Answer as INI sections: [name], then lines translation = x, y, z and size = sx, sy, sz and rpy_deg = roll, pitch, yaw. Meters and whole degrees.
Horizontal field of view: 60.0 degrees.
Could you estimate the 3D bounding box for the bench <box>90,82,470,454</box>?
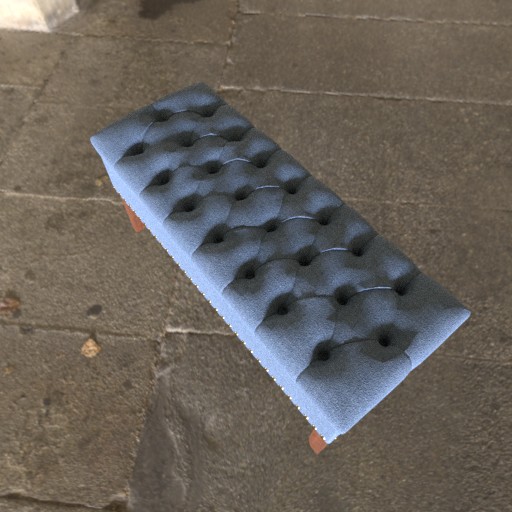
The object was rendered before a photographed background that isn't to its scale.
[bench]
translation = 0.000, 0.000, 1.320
size = 0.417, 0.492, 1.052
rpy_deg = -34, 64, -19
